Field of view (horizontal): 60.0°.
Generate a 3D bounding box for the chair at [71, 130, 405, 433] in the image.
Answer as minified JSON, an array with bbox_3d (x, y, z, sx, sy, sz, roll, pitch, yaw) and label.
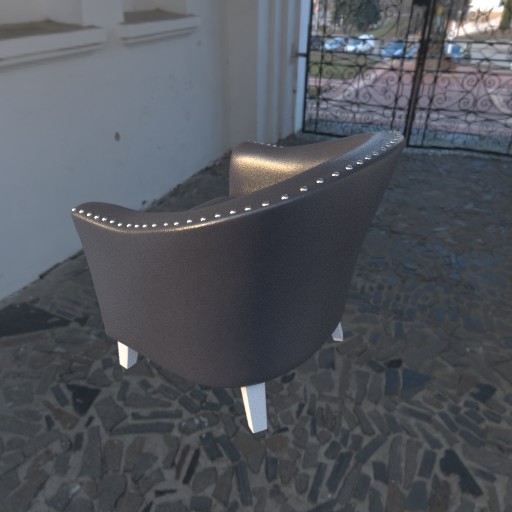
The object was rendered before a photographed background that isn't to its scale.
[{"bbox_3d":[0.000,0.000,1.407,0.748,0.823,0.794,21,37,31],"label":"chair"}]
